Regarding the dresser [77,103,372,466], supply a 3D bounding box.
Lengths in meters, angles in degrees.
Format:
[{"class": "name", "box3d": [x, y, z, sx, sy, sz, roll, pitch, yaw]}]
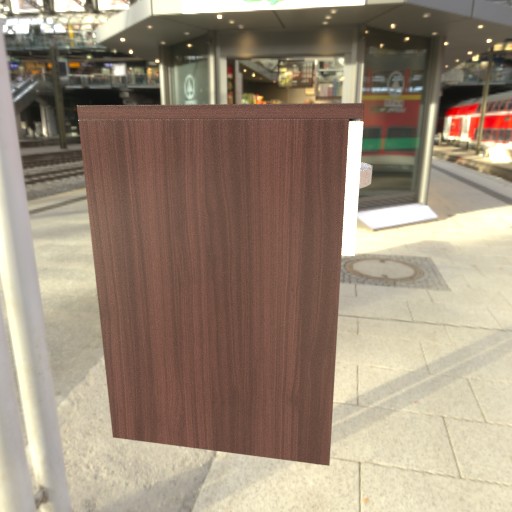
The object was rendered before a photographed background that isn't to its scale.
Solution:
[{"class": "dresser", "box3d": [0.000, 0.000, 0.751, 0.360, 0.470, 0.400, 3, 17, 10]}]
